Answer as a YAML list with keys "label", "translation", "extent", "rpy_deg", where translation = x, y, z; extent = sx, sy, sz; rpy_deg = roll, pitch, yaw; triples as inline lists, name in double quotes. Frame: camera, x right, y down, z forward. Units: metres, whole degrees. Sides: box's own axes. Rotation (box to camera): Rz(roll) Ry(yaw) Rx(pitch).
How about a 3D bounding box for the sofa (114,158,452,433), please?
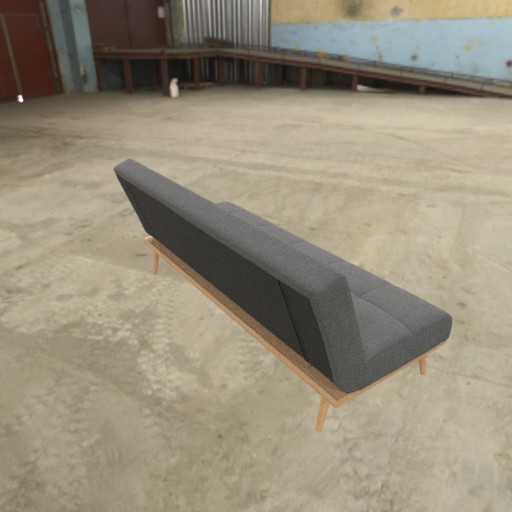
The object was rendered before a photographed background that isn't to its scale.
- label: "sofa"
  translation: [0.000, 0.000, 2.312]
  extent: [0.820, 0.770, 1.820]
  rpy_deg: [-17, 31, -31]
